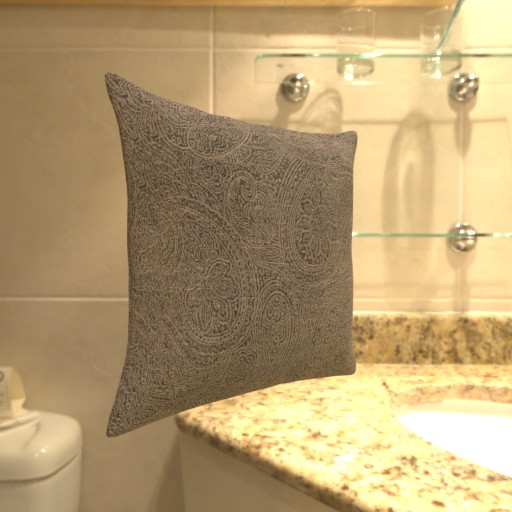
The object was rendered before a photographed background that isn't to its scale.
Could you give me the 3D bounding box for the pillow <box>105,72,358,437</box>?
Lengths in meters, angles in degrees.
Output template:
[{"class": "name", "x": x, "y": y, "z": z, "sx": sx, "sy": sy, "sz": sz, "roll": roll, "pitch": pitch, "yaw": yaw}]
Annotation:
[{"class": "pillow", "x": 0.000, "y": 0.000, "z": 0.772, "sx": 0.523, "sy": 0.510, "sz": 0.166, "roll": -1, "pitch": 1, "yaw": -36}]
